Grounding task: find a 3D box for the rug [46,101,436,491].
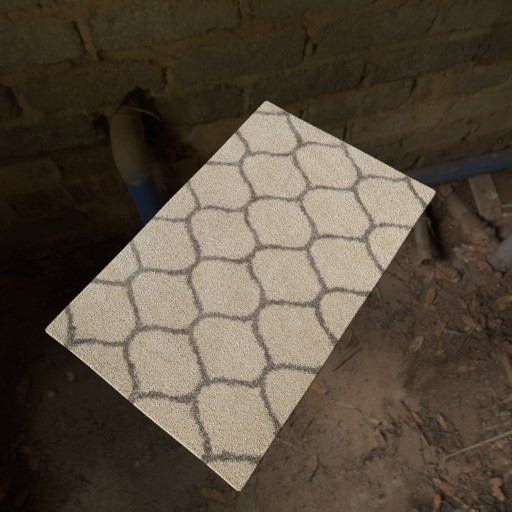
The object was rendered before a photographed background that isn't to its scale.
[{"bbox_3d":[0.000,0.000,2.945,1.501,0.024,2.348,33,68,15],"label":"rug"}]
